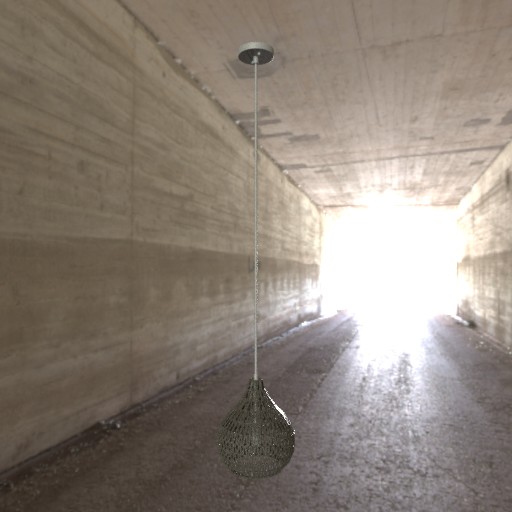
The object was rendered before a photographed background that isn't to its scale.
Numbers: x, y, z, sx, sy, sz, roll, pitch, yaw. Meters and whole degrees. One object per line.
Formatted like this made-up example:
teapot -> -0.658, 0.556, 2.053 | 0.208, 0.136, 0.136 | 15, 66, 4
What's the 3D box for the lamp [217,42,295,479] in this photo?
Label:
lamp -> 0.000, 0.000, 2.047 | 0.355, 1.919, 0.355 | 1, -2, -19
